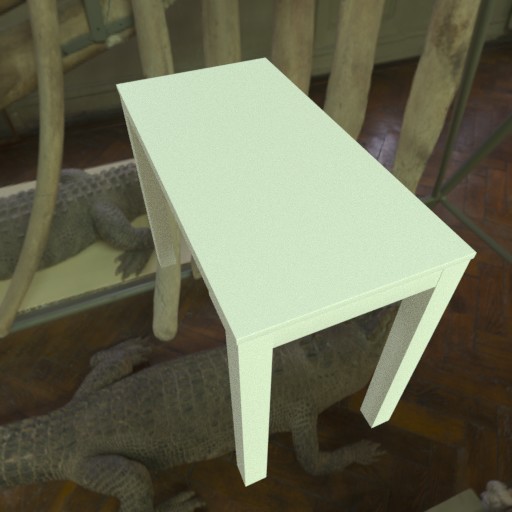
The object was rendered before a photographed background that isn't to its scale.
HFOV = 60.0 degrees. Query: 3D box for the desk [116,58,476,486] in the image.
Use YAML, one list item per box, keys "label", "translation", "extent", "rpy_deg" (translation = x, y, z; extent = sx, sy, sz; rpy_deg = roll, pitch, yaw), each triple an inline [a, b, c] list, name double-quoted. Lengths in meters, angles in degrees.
- label: "desk"
  translation: [0.000, 0.000, 1.374]
  extent: [0.497, 0.762, 0.990]
  rpy_deg: [-17, 49, -16]
